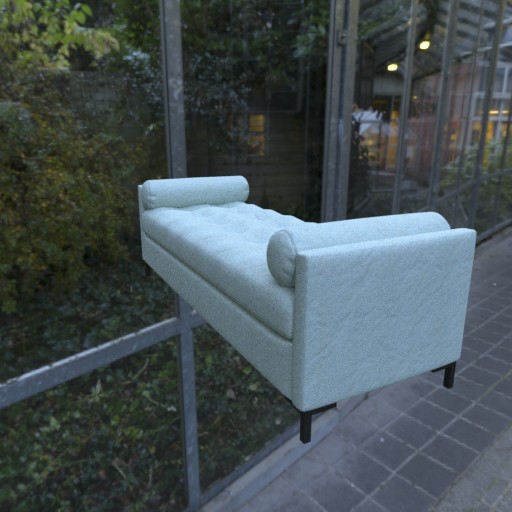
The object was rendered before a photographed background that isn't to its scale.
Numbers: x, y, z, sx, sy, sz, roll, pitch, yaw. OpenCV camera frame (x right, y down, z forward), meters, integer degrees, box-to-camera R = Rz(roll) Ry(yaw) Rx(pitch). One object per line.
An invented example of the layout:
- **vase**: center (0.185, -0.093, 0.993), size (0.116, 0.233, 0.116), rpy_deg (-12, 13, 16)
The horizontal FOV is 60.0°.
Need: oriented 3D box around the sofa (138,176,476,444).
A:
- **sofa**: center (0.000, 0.000, 2.430), size (0.796, 0.705, 2.102), rpy_deg (-8, 17, -27)
